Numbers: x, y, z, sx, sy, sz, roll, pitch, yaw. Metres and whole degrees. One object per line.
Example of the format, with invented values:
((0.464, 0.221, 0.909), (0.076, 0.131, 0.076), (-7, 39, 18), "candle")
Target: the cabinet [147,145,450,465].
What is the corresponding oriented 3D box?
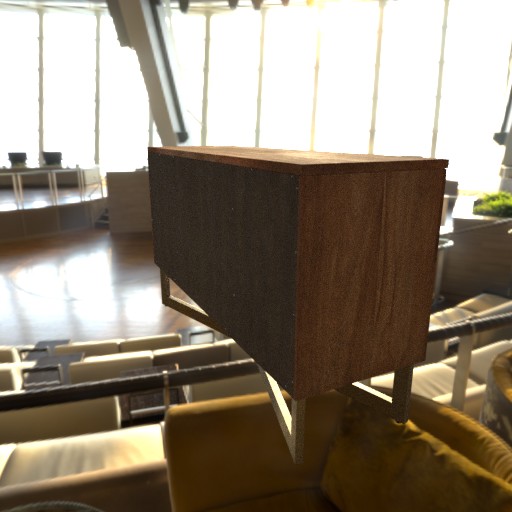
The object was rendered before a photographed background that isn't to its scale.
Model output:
((0.000, 0.000, 1.758), (0.480, 0.812, 1.373), (-8, 17, -26), "cabinet")
